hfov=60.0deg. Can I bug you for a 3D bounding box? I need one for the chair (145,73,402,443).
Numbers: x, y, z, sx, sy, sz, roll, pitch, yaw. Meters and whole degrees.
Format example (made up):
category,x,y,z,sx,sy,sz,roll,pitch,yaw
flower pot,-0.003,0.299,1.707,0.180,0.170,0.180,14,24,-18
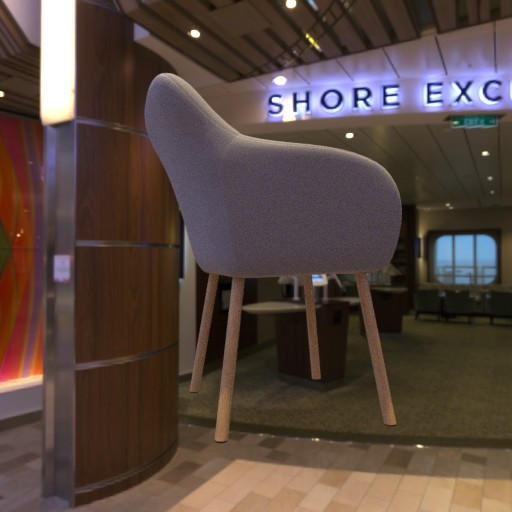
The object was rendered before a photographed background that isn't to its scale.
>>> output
category,x,y,z,sx,sy,sz,roll,pitch,yaw
chair,0.000,0.000,1.218,0.590,0.830,0.570,0,0,-17
